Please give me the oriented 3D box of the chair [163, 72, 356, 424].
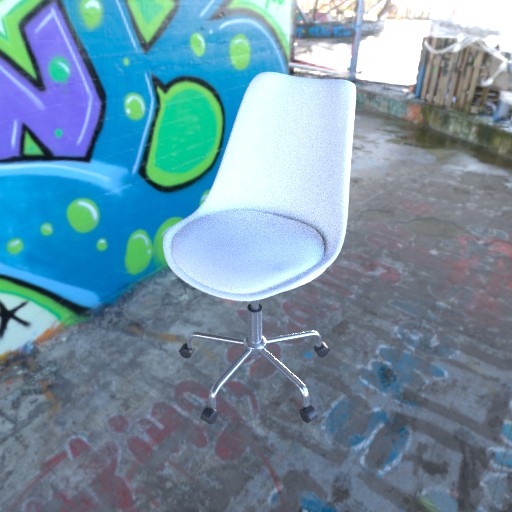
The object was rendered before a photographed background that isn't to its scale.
[{"bbox_3d":[0.000,0.000,1.302,0.550,0.930,0.550,20,36,29],"label":"chair"}]
